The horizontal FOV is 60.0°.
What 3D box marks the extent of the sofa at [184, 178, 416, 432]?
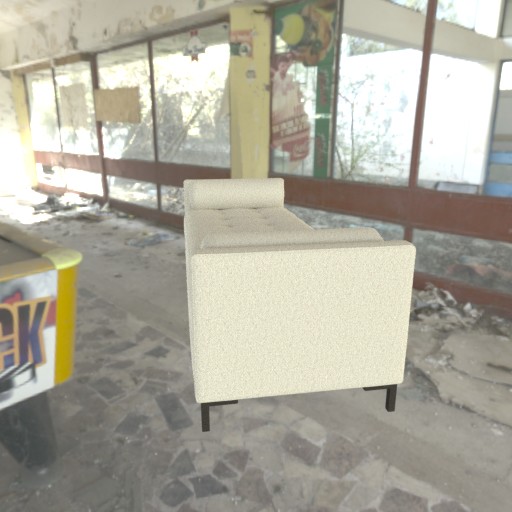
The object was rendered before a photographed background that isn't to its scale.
[{"bbox_3d":[0.000,0.000,2.374,0.746,0.641,1.985,-3,16,-9],"label":"sofa"}]
